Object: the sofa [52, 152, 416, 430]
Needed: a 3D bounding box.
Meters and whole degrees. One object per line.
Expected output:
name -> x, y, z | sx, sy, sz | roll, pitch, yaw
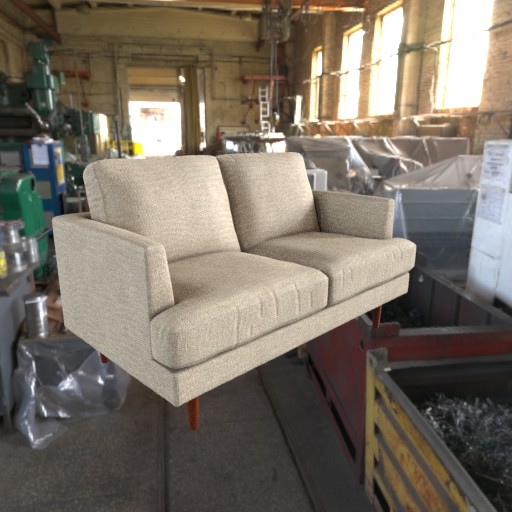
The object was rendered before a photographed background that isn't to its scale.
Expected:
sofa -> 0.000, 0.000, 2.139 | 1.582, 0.944, 0.903 | -14, 21, -43
